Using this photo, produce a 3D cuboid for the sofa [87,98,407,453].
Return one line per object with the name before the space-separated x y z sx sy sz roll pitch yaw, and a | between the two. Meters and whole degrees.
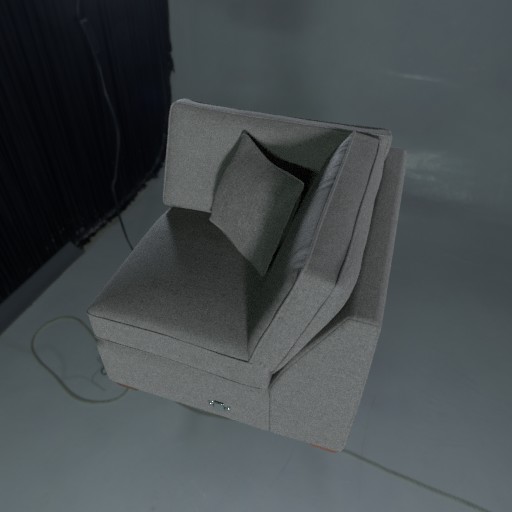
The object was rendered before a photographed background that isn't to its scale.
sofa | 0.000 0.000 1.940 1.084 1.002 1.146 12 43 14
